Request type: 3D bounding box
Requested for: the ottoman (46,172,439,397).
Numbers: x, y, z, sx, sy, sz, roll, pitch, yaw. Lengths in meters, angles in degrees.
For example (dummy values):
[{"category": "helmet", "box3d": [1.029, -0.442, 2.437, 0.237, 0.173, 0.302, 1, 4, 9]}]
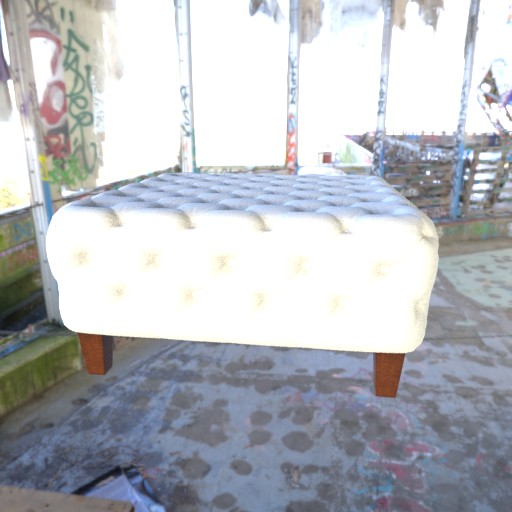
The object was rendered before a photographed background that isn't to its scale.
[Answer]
[{"category": "ottoman", "box3d": [0.000, 0.000, 1.188, 0.755, 0.376, 0.753, 2, 17, 7]}]
